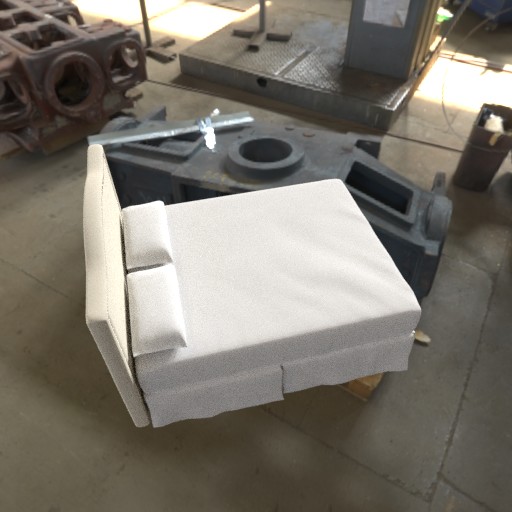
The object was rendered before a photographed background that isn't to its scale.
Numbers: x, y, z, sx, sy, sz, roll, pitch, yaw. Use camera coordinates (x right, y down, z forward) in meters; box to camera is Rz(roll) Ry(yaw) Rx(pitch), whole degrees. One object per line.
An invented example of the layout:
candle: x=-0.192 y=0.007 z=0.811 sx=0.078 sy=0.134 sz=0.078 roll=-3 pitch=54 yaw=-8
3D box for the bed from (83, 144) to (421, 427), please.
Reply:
bed: x=0.000 y=0.000 z=3.429 sx=2.196 sy=1.449 sz=1.741 roll=-10 pitch=48 yaw=-10
